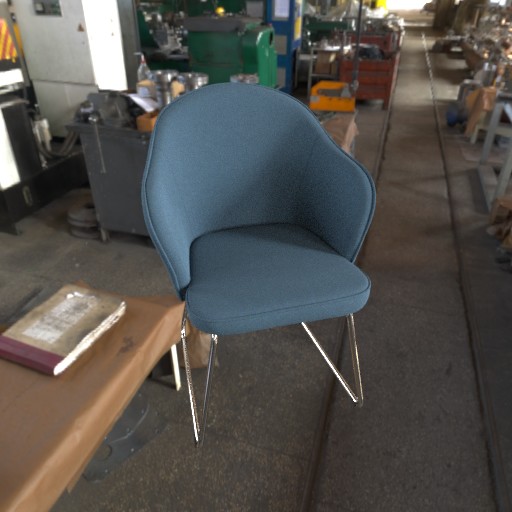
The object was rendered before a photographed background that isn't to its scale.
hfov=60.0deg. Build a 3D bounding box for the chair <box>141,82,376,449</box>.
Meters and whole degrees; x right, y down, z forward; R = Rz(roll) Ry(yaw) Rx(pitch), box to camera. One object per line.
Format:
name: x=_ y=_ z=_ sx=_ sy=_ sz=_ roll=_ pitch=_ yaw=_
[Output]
chair: x=0.000 y=0.000 z=1.233 sx=0.570 sy=0.815 sz=0.585 roll=-9 pitch=33 yaw=-14
